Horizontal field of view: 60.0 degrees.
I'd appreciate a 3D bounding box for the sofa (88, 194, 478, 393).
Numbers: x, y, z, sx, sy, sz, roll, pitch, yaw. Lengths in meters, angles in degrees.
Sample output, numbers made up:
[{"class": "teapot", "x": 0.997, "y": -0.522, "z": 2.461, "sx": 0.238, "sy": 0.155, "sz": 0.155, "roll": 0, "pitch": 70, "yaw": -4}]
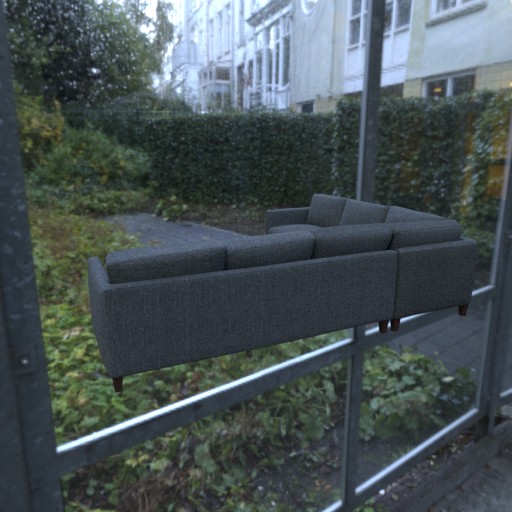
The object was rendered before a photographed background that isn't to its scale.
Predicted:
[{"class": "sofa", "x": 0.000, "y": 0.000, "z": 4.511, "sx": 3.302, "sy": 0.947, "sz": 2.593, "roll": -7, "pitch": 16, "yaw": -24}]
